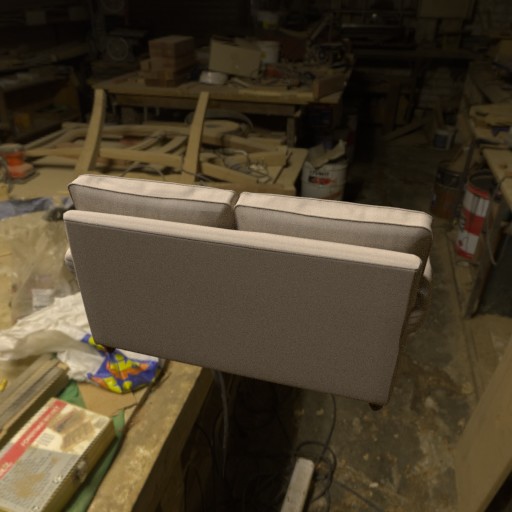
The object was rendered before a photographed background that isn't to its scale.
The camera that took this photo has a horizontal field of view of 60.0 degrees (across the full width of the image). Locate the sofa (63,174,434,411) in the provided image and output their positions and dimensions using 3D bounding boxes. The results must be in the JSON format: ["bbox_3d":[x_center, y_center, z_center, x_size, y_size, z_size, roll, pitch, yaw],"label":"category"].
[{"bbox_3d":[0.000,0.000,2.274,1.665,0.937,0.964,8,32,13],"label":"sofa"}]
